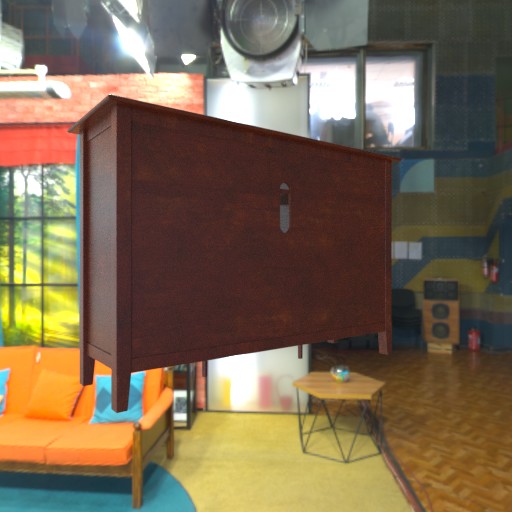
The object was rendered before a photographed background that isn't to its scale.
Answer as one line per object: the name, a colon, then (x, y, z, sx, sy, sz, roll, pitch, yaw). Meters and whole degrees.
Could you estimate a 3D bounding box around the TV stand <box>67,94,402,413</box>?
TV stand: (0.000, 0.000, 1.832, 1.372, 0.915, 0.445, 0, 0, -37)
